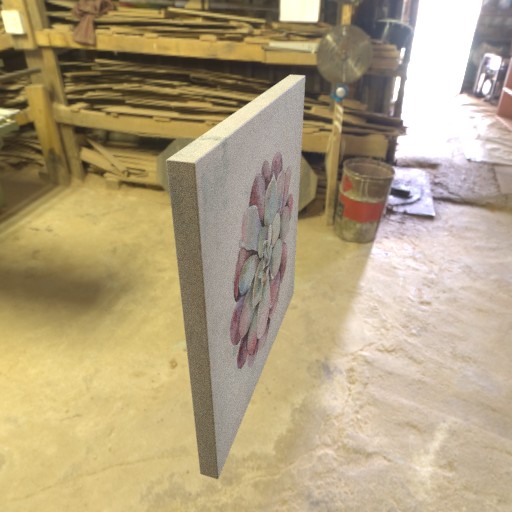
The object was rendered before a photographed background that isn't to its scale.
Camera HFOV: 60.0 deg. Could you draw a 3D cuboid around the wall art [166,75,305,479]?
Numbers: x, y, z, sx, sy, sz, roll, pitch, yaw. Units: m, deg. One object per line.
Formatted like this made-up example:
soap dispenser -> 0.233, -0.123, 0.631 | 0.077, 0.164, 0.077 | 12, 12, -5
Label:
wall art -> 0.000, 0.000, 0.911 | 0.044, 0.605, 0.605 | 9, 33, 15
